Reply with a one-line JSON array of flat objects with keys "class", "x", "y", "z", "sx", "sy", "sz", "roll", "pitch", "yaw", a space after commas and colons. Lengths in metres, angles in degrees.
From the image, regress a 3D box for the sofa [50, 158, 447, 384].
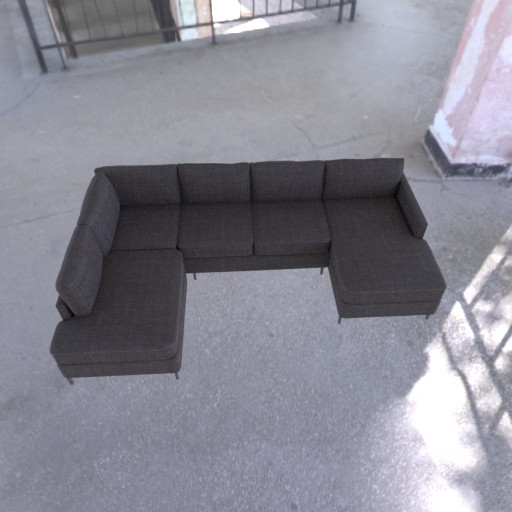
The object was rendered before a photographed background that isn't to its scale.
[{"class": "sofa", "x": 0.000, "y": 0.000, "z": 4.297, "sx": 3.423, "sy": 0.999, "sz": 2.048, "roll": -2, "pitch": 46, "yaw": -2}]
